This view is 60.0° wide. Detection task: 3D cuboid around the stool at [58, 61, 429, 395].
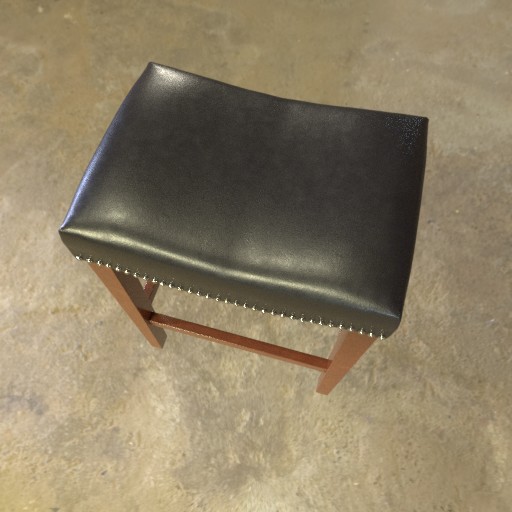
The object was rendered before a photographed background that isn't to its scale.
[{"bbox_3d":[0.000,0.000,0.944,0.504,0.654,0.372,14,65,7],"label":"stool"}]
